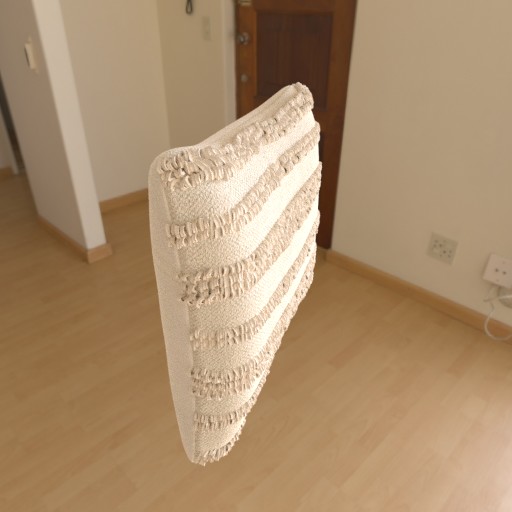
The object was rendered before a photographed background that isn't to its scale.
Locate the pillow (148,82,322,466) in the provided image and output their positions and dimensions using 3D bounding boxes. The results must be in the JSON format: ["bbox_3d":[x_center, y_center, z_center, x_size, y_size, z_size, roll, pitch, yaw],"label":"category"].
[{"bbox_3d":[0.000,0.000,0.648,0.145,0.427,0.437,11,32,17],"label":"pillow"}]
